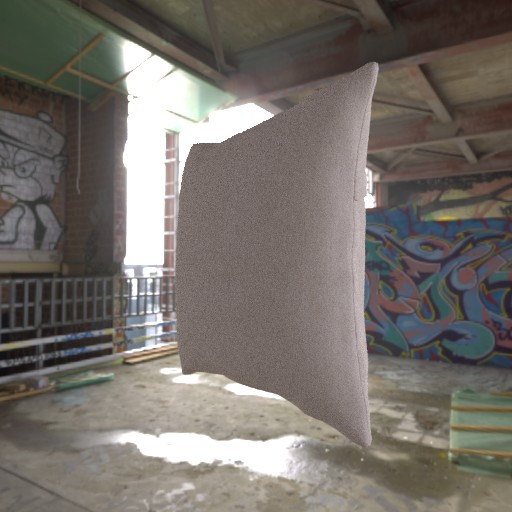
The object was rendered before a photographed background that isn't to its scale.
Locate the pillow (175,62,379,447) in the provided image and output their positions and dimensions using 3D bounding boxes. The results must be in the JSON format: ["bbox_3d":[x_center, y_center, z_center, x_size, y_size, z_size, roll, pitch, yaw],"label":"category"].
[{"bbox_3d":[0.000,0.000,0.665,0.173,0.436,0.433,1,-1,-37],"label":"pillow"}]
